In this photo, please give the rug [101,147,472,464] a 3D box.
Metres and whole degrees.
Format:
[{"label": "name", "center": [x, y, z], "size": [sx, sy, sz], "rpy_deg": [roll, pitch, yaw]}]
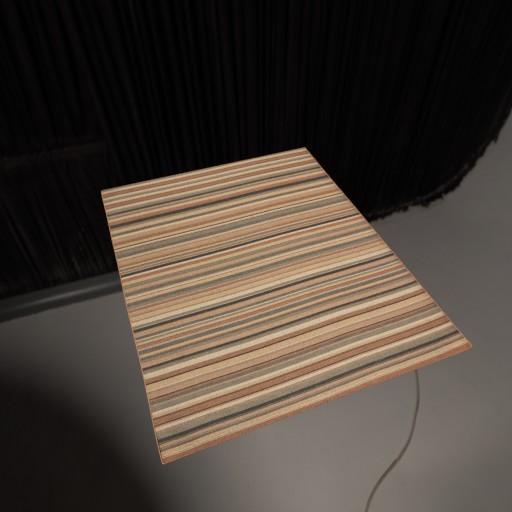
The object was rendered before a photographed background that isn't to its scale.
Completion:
[{"label": "rug", "center": [0.000, 0.000, 4.111], "size": [2.436, 0.011, 3.045], "rpy_deg": [-15, 48, -14]}]
